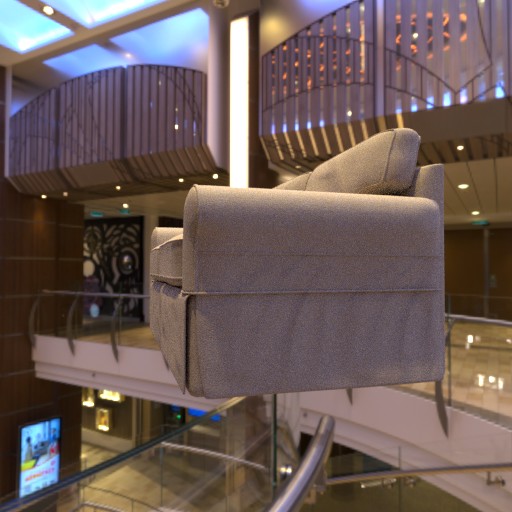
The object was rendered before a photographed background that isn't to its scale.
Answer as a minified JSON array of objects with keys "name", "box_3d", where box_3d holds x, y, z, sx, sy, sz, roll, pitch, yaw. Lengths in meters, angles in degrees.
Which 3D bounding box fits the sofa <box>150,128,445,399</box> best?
[{"name":"sofa","box_3d":[0.000,0.000,2.277,0.991,0.940,1.727,1,-2,-17]}]
